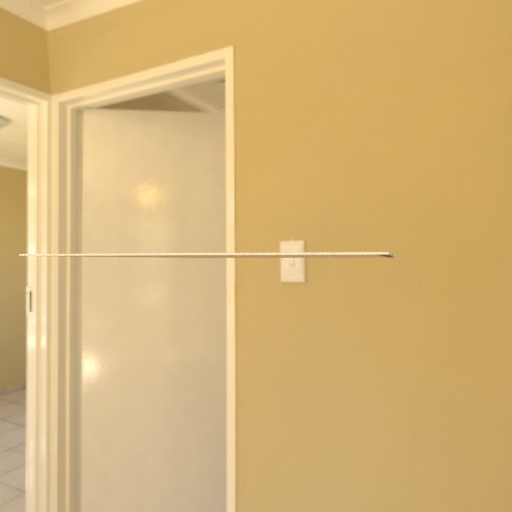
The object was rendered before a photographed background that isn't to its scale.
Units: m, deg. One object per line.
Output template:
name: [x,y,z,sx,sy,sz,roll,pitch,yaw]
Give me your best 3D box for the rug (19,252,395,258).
rug: [0.000,0.000,4.096,2.434,0.019,3.041,0,-1,18]
